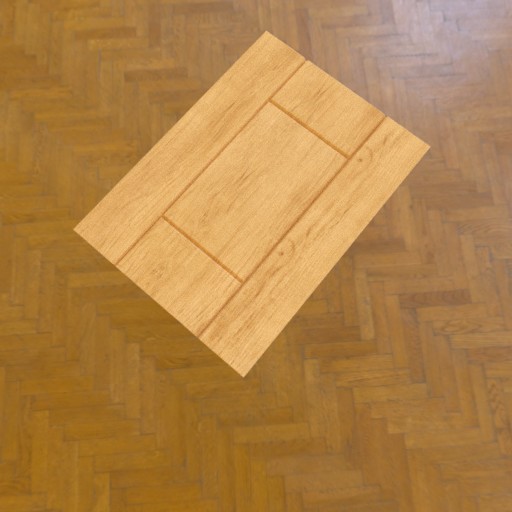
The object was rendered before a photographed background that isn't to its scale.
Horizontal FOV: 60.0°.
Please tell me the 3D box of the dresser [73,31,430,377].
[{"bbox_3d":[0.000,0.000,1.298,0.390,1.041,0.531,39,79,9],"label":"dresser"}]
